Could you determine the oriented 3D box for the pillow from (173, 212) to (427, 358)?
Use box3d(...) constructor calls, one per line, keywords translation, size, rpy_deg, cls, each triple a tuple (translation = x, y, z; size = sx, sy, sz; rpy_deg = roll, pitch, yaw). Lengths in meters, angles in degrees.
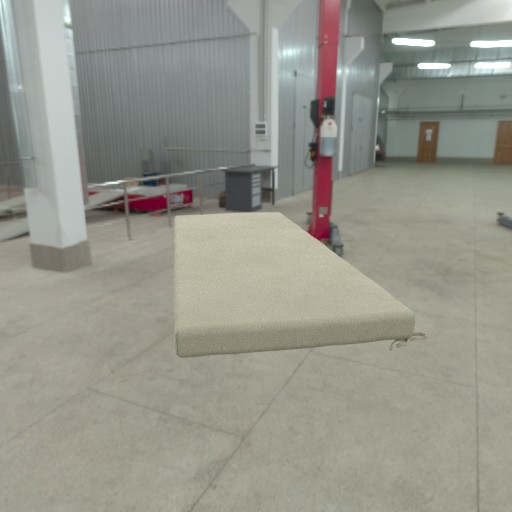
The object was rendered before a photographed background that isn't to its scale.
box3d(translation=(0.000, 0.000, 1.350), size=(0.492, 0.081, 1.187), rpy_deg=(-3, 16, -10), cls="pillow")
